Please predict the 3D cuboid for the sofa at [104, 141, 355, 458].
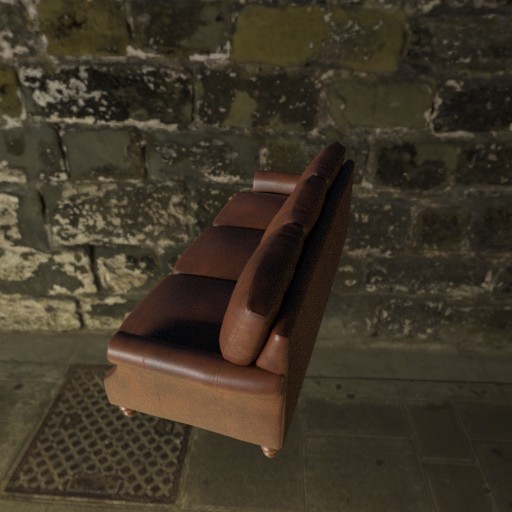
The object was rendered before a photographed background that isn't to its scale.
[{"bbox_3d":[0.000,0.000,2.918,0.973,0.977,2.351,10,33,15],"label":"sofa"}]
